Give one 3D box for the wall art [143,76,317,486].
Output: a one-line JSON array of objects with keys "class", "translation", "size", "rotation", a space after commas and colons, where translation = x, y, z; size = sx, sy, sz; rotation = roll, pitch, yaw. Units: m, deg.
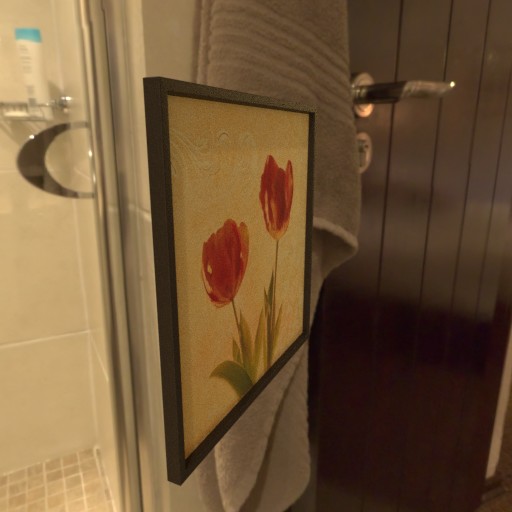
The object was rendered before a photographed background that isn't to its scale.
[{"class": "wall art", "translation": [0.000, 0.000, 1.187], "size": [0.043, 0.807, 0.805], "rotation": [7, 17, 25]}]
